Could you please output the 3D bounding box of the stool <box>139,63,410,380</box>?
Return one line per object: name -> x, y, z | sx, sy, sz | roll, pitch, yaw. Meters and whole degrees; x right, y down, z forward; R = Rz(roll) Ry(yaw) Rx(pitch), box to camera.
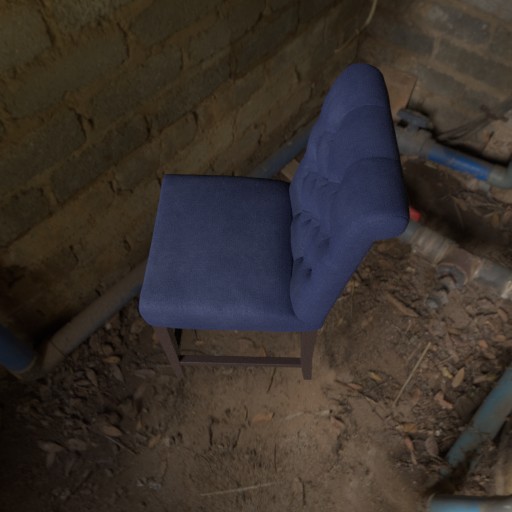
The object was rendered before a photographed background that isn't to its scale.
stool -> 0.000, 0.000, 1.338 | 0.601, 1.010, 0.493 | 2, 58, 1
